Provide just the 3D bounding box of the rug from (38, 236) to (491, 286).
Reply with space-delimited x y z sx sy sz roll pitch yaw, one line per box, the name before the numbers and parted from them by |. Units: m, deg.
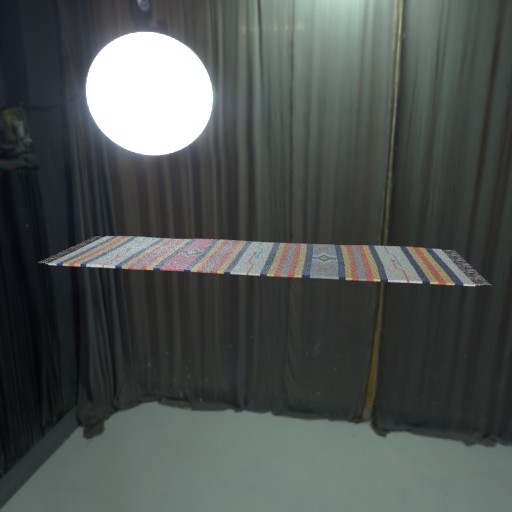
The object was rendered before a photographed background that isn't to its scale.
rug | 0.000 0.000 2.682 2.455 0.017 0.695 2 16 9
